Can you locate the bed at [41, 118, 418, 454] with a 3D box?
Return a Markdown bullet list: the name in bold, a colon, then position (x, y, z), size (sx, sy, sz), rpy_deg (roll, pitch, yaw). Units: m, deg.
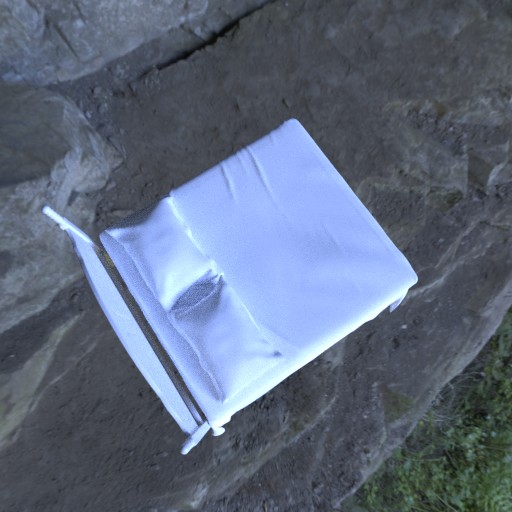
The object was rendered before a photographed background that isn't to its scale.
- **bed**: position (0.000, 0.000, 3.259), size (2.040, 1.356, 1.873), rpy_deg (-33, 78, -8)
